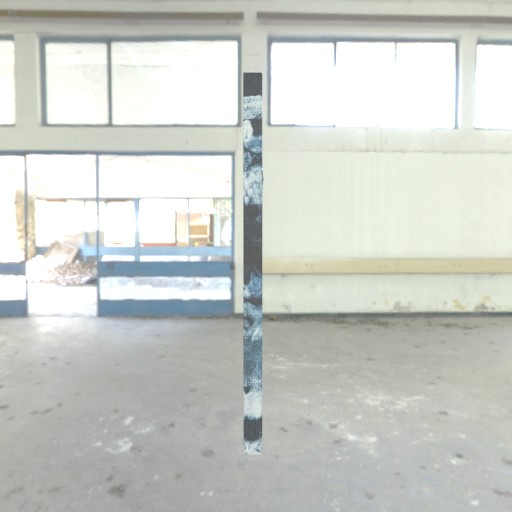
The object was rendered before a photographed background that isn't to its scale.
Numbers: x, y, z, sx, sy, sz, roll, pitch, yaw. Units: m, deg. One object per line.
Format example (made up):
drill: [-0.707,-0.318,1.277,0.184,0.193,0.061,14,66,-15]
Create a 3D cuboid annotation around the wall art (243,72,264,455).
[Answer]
wall art: [0.000,0.000,1.931,0.055,1.017,1.524,0,2,0]
